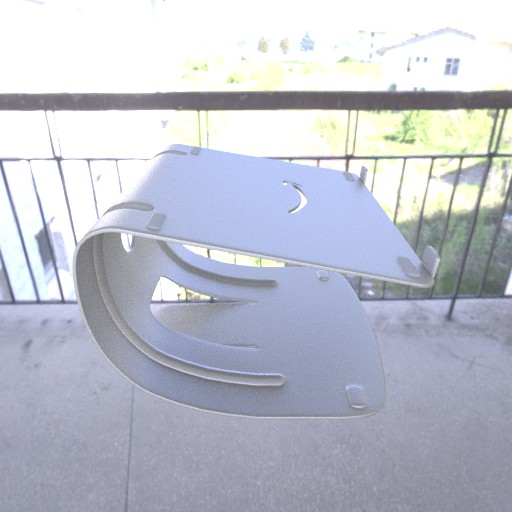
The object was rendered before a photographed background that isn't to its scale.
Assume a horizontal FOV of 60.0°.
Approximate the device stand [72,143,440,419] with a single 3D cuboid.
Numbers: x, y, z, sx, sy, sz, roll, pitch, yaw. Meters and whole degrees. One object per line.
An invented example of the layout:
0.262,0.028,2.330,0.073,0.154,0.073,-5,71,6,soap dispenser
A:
0.000,0.000,0.408,0.236,0.155,0.256,0,26,0,device stand
